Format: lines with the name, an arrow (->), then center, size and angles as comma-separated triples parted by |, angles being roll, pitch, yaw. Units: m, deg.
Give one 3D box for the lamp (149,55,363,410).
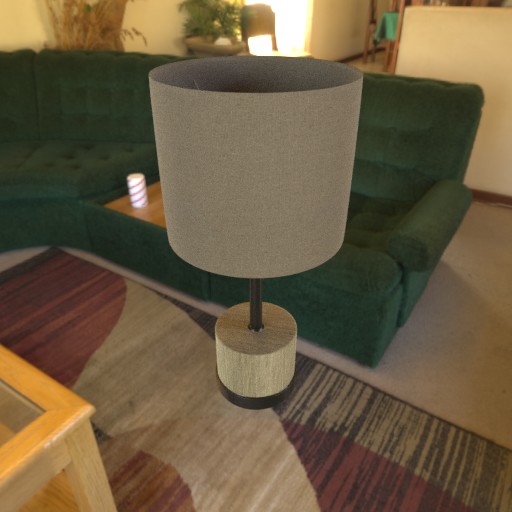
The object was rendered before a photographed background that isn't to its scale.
lamp -> 0.000, 0.000, 0.601 | 0.229, 0.470, 0.229 | 8, 33, 13
